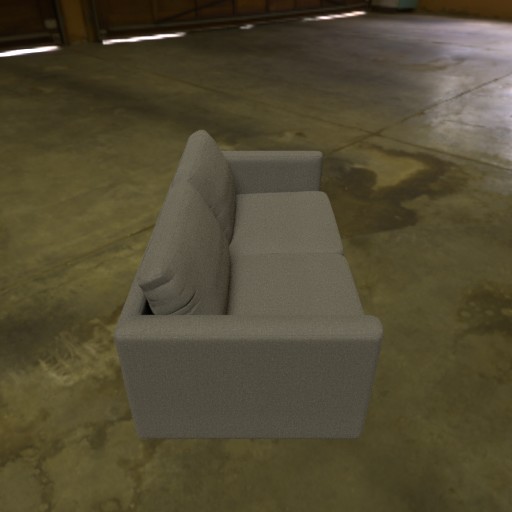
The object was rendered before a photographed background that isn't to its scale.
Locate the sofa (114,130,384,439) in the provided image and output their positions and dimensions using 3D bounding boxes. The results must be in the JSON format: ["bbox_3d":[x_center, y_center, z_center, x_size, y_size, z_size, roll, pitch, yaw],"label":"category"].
[{"bbox_3d":[0.000,0.000,2.269,0.940,0.866,1.713,0,34,0],"label":"sofa"}]
